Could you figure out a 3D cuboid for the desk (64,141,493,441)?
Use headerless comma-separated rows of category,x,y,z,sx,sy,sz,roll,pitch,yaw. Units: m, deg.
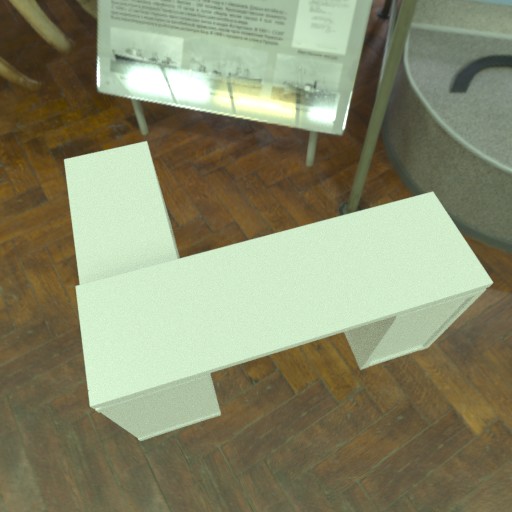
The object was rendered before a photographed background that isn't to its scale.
desk,0.000,0.000,2.190,1.524,0.753,1.200,-15,60,-9
